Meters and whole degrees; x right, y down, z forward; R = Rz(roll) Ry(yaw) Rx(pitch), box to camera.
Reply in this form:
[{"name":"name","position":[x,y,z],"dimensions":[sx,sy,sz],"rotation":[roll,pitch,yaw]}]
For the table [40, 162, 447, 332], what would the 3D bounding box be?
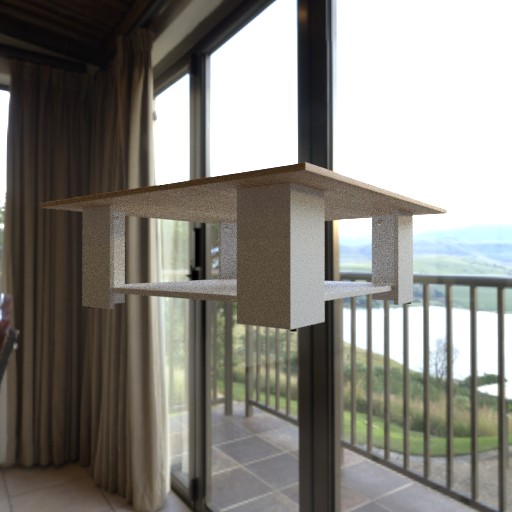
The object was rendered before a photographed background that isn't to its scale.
[{"name":"table","position":[0.000,0.000,1.363],"dimensions":[0.890,0.305,0.890],"rotation":[0,-1,37]}]
